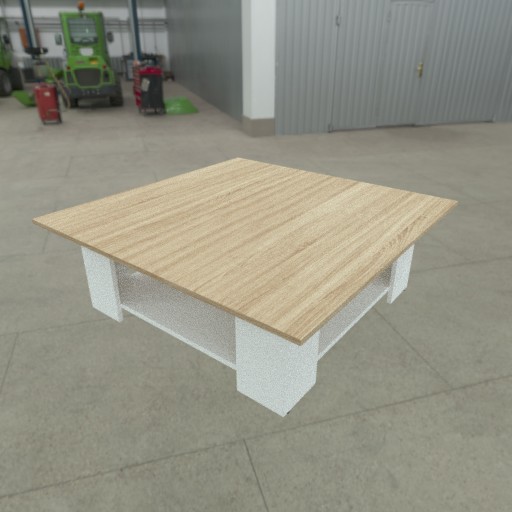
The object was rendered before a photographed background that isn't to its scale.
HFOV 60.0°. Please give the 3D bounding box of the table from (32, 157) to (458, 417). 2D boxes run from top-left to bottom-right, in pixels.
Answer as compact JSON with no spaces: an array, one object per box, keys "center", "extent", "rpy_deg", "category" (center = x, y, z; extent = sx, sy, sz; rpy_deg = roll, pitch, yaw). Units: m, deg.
[{"center":[0.000,0.000,1.370],"extent":[0.890,0.305,0.890],"rpy_deg":[19,32,34],"category":"table"}]
